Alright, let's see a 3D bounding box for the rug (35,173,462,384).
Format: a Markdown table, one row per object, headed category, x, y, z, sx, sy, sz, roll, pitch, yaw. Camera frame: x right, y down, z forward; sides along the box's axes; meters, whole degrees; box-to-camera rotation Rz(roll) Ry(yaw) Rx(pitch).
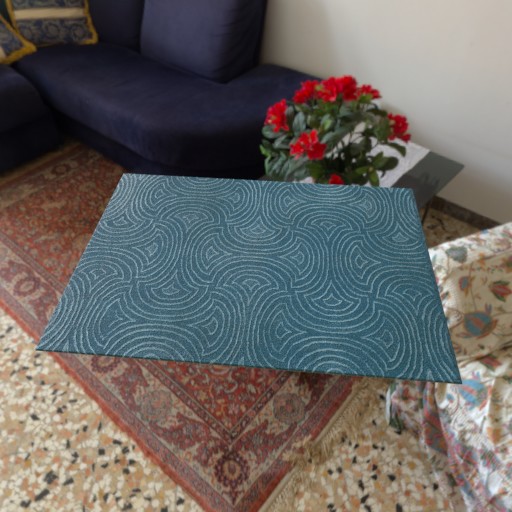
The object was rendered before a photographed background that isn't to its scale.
| category | x | y | z | sx | sy | sz | roll | pitch | yaw |
| --- | --- | --- | --- | --- | --- | --- | --- | --- | --- |
| rug | 0.000 | 0.000 | 2.746 | 2.144 | 0.015 | 1.543 | 4 | 46 | 4 |
